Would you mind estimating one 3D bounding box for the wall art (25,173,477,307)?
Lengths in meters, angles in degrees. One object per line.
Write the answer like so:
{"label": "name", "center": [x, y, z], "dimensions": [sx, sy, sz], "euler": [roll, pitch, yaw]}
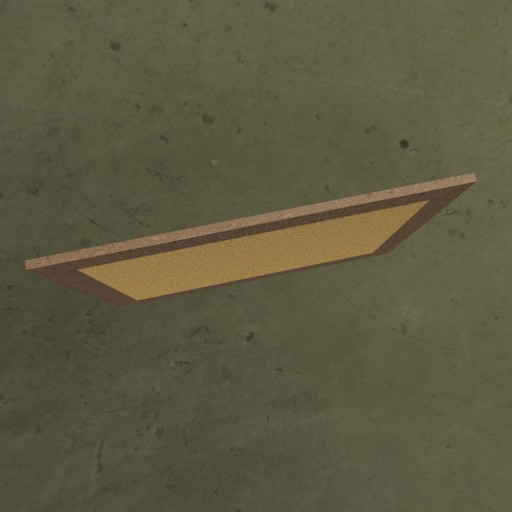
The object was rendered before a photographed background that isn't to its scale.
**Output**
{"label": "wall art", "center": [0.000, 0.000, 1.190], "dimensions": [0.917, 0.626, 0.019], "euler": [-11, 77, -3]}
